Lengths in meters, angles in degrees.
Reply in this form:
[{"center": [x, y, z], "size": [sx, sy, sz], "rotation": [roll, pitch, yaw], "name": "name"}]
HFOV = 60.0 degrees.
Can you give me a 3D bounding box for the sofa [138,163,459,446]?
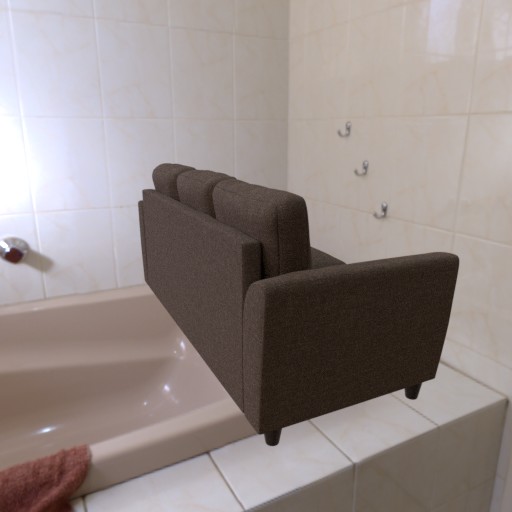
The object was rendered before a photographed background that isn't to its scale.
[{"center": [0.000, 0.000, 2.316], "size": [0.837, 0.891, 1.847], "rotation": [-7, 17, -25], "name": "sofa"}]
